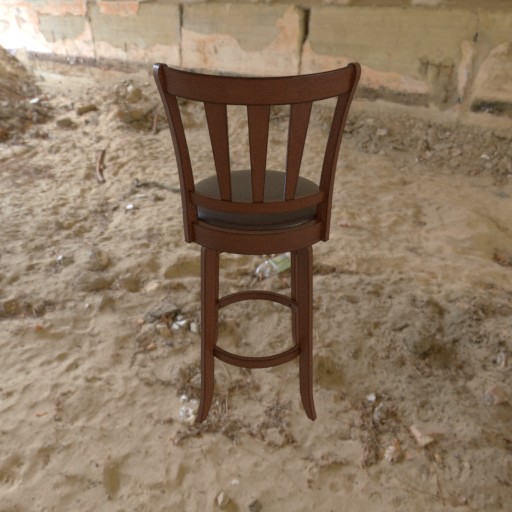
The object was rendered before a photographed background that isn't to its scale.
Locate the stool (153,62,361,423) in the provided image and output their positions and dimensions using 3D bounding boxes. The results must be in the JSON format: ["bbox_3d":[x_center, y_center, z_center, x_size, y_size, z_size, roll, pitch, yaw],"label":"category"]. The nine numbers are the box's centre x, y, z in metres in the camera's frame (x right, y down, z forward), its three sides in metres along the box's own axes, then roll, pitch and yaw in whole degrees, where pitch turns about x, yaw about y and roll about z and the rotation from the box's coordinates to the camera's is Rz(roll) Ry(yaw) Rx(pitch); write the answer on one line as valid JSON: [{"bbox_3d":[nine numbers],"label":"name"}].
[{"bbox_3d":[0.000,0.000,1.416,0.464,1.177,0.503,-1,30,-1],"label":"stool"}]
